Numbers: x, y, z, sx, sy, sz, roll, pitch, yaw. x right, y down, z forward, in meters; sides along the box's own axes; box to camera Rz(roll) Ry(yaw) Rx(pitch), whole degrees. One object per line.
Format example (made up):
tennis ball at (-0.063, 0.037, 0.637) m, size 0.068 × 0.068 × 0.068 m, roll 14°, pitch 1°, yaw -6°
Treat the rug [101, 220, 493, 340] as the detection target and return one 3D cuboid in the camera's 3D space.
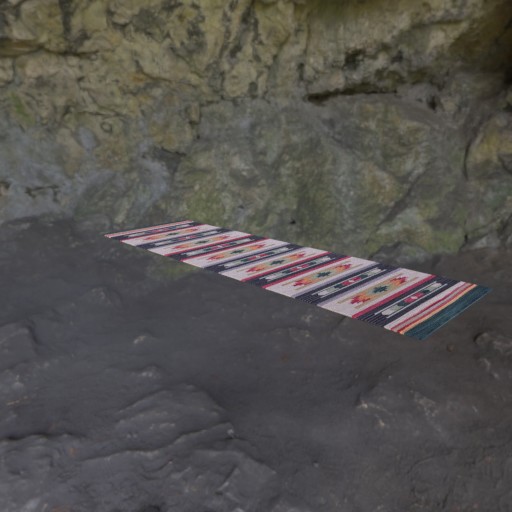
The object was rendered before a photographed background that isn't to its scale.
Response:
rug at (0.000, 0.000, 2.687) m, size 2.440 × 0.009 × 0.760 m, roll 15°, pitch 22°, yaw 42°
